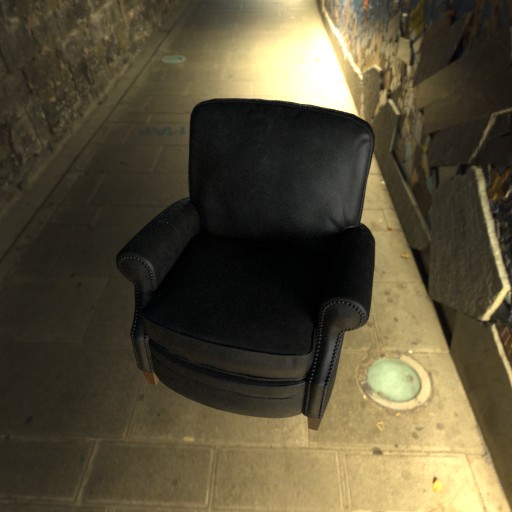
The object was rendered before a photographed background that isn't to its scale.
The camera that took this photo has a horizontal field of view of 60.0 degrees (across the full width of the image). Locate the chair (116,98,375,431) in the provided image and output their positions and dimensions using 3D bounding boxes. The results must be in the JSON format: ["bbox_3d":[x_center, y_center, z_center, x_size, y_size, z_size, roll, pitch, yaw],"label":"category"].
[{"bbox_3d":[0.000,0.000,1.786,0.936,1.018,0.986,11,41,13],"label":"chair"}]
